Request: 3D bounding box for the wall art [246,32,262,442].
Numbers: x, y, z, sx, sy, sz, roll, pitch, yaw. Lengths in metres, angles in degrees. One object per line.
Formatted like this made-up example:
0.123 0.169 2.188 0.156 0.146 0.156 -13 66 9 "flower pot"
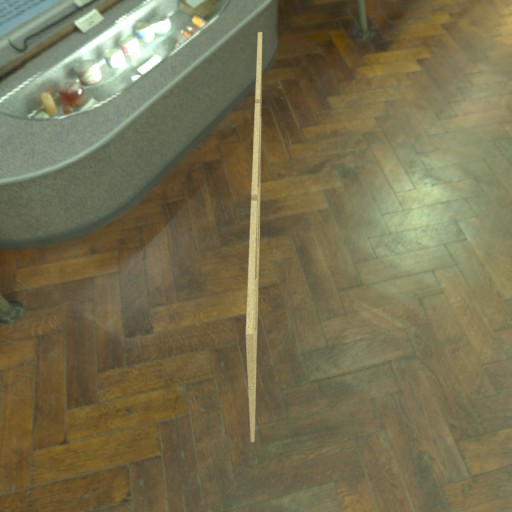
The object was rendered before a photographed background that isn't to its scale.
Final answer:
0.000 0.000 1.832 0.016 1.207 1.217 1 57 1 "wall art"
